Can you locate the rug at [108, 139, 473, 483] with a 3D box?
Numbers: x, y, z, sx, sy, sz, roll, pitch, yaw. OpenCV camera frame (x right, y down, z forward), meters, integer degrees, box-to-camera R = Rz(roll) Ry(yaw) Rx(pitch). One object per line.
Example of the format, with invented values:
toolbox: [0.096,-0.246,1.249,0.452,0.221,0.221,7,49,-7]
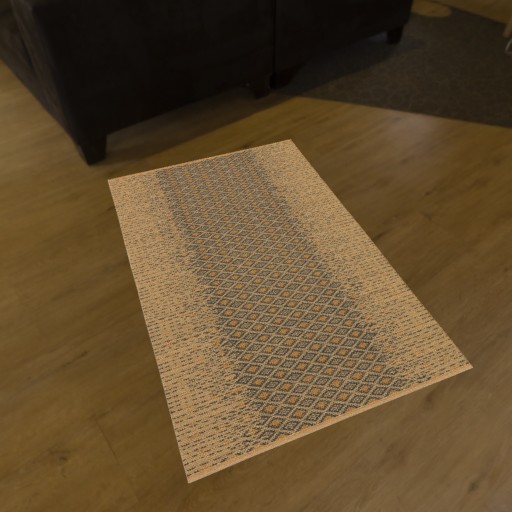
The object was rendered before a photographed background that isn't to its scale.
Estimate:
rug: [0.000,0.000,2.266,1.219,0.005,1.828,-16,49,-14]
